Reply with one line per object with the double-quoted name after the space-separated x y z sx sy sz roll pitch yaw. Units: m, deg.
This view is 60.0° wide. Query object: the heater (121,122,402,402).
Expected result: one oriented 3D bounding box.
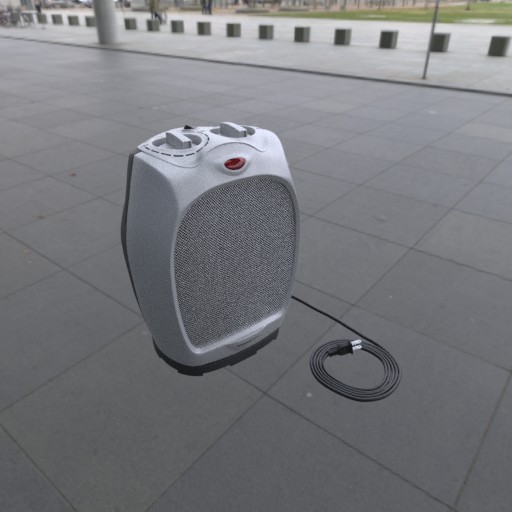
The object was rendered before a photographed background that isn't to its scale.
0.000 0.000 0.470 0.239 0.255 0.291 -20 36 -30 "heater"
